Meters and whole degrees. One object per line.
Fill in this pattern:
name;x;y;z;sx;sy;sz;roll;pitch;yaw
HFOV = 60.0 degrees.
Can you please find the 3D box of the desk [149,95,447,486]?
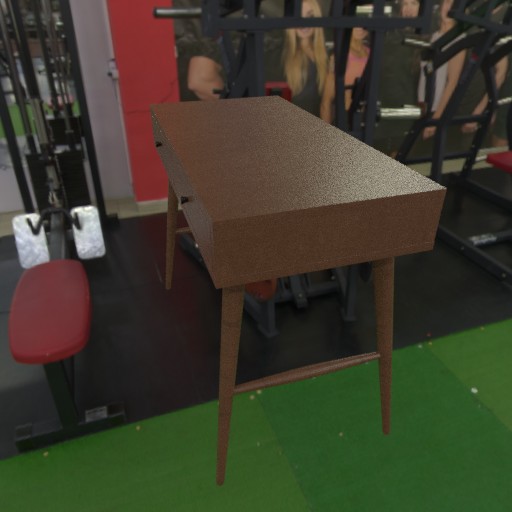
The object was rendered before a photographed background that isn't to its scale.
desk;0.000;0.000;1.385;0.510;0.758;0.949;-9;32;-15
